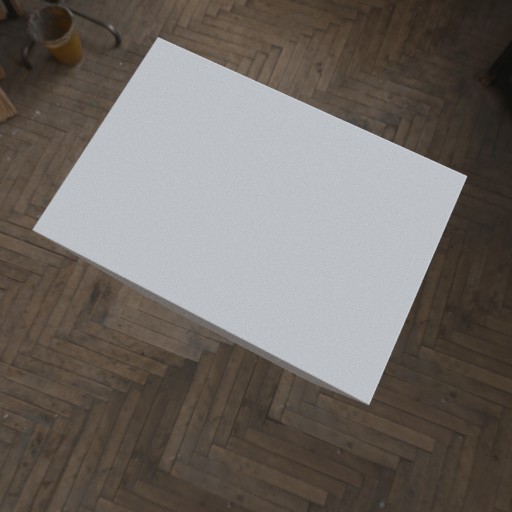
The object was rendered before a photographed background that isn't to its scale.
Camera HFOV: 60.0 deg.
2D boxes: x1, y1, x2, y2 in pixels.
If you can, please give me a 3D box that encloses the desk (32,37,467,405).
[{"bbox_3d":[0.000,0.000,1.075,0.600,0.730,0.404,26,78,6],"label":"desk"}]
